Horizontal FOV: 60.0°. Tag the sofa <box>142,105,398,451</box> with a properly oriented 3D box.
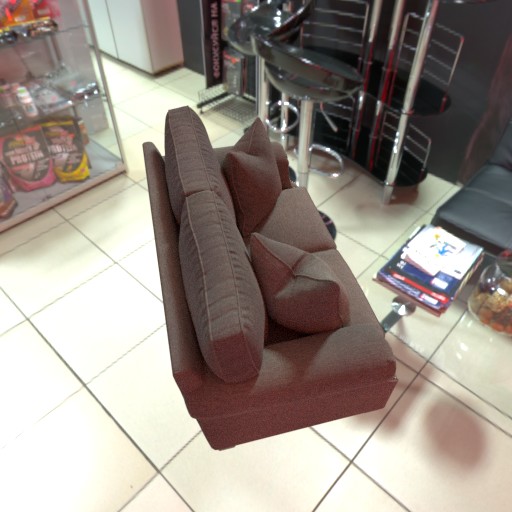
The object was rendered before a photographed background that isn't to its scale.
[{"bbox_3d":[0.000,0.000,2.310,0.966,0.966,1.701,-10,47,-10],"label":"sofa"}]
